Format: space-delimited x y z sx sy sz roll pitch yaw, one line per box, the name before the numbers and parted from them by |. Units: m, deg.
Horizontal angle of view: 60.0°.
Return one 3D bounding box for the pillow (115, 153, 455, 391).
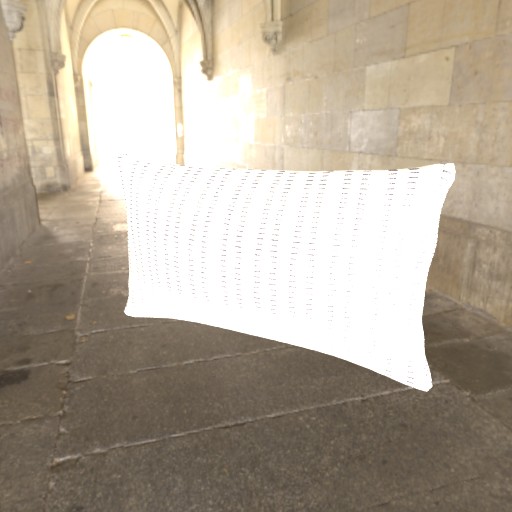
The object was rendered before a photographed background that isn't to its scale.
pillow | 0.000 0.000 0.806 0.640 0.353 0.210 8 18 27
